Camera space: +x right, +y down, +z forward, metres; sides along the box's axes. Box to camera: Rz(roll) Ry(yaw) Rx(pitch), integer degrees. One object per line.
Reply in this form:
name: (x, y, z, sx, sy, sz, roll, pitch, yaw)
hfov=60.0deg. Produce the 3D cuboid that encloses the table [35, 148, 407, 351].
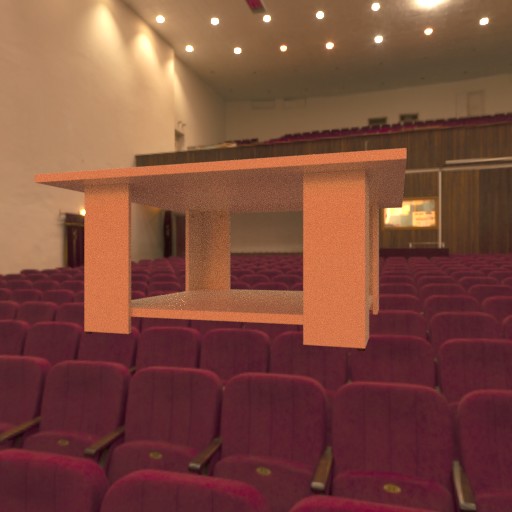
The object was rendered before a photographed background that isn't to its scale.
table: (0.000, 0.000, 1.060, 0.670, 0.305, 0.670, 0, 0, 18)
